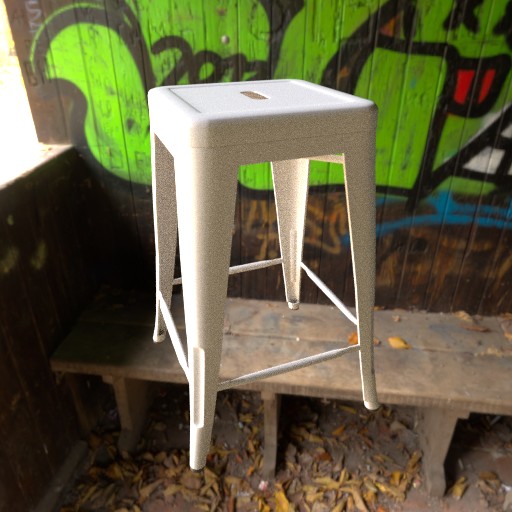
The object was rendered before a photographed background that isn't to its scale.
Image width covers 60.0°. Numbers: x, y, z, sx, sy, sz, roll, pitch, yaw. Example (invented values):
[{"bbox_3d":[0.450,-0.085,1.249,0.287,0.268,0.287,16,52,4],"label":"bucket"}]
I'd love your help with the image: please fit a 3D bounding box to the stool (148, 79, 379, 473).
[{"bbox_3d":[0.000,0.000,0.878,0.406,0.610,0.406,-11,31,-18],"label":"stool"}]
